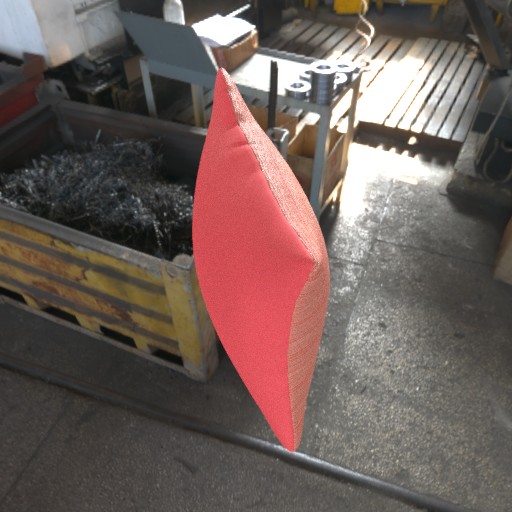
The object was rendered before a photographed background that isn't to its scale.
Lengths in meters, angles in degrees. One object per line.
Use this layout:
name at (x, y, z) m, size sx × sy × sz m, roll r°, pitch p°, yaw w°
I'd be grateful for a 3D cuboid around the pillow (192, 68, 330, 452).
pillow at (0.000, 0.000, 0.841) m, size 0.229 × 0.501 × 0.559 m, roll -10°, pitch 46°, yaw -10°
